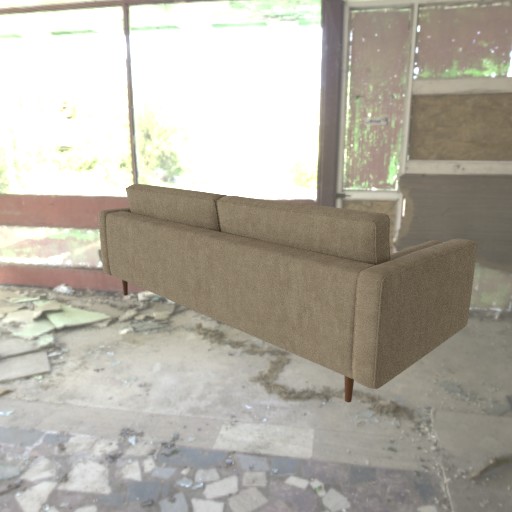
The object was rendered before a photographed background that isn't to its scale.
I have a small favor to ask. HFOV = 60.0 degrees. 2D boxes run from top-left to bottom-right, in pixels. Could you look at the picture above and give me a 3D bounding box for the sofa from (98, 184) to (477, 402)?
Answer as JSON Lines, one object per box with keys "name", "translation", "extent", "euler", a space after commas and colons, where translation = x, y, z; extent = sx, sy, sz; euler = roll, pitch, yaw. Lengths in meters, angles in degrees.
{"name": "sofa", "translation": [0.000, 0.000, 2.636], "extent": [0.919, 0.770, 2.200], "euler": [-14, 20, -43]}
